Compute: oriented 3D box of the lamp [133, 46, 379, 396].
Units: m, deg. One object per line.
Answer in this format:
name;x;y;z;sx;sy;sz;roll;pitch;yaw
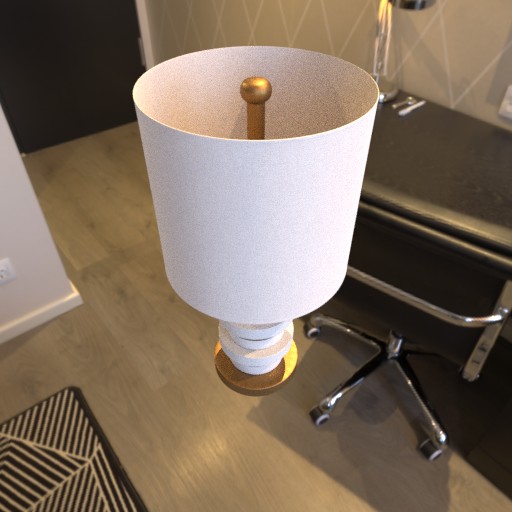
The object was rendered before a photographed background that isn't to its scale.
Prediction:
lamp;0.000;0.000;0.518;0.210;0.410;0.210;14;44;15
